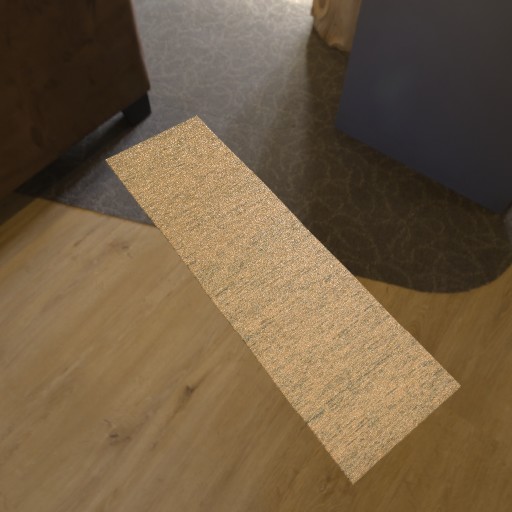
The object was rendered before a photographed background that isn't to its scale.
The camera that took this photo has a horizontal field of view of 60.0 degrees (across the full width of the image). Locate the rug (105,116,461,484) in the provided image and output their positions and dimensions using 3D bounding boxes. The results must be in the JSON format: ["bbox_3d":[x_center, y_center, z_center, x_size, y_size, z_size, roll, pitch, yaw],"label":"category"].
[{"bbox_3d":[0.000,0.000,2.445,0.700,0.014,2.290,-32,64,-18],"label":"rug"}]
